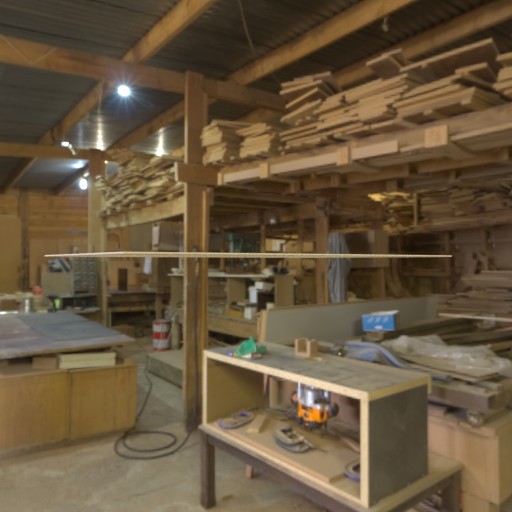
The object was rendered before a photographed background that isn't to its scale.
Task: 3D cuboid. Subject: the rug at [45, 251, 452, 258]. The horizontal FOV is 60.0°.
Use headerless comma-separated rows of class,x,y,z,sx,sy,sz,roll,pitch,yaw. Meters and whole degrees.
rug,0.000,0.000,3.112,2.438,0.011,1.524,0,-1,-36
